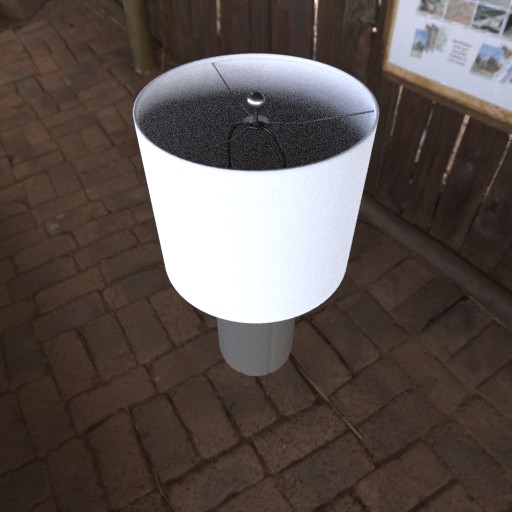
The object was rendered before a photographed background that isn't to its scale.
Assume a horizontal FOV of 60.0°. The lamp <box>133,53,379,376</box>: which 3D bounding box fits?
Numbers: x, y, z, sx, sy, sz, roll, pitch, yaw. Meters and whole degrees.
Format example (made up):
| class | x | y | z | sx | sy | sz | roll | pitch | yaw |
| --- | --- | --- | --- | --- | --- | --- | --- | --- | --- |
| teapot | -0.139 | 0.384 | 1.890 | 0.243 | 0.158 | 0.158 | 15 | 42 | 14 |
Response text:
| class | x | y | z | sx | sy | sz | roll | pitch | yaw |
| --- | --- | --- | --- | --- | --- | --- | --- | --- | --- |
| lamp | 0.000 | 0.000 | 0.506 | 0.203 | 0.389 | 0.203 | 26 | 51 | 23 |
